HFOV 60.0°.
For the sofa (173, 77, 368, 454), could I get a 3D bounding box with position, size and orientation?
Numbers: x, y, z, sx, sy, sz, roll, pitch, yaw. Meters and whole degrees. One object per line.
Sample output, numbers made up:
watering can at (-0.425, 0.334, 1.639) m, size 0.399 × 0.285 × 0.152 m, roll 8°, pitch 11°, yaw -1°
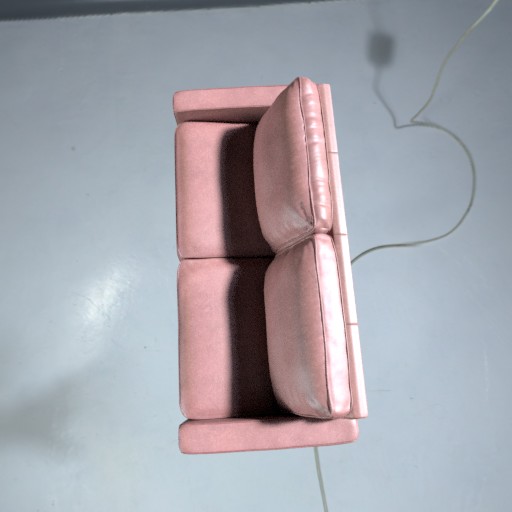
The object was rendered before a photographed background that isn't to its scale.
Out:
sofa at (0.000, 0.000, 2.584) m, size 0.940 × 0.919 × 2.080 m, roll -3°, pitch 76°, yaw -1°
